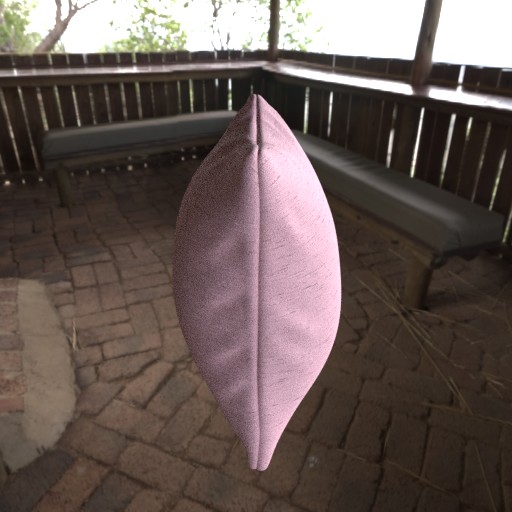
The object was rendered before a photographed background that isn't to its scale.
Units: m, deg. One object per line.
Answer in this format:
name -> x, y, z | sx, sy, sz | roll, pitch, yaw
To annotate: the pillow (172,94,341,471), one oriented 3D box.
pillow -> 0.000, 0.000, 0.668 | 0.246, 0.415, 0.432 | 0, 27, 0
